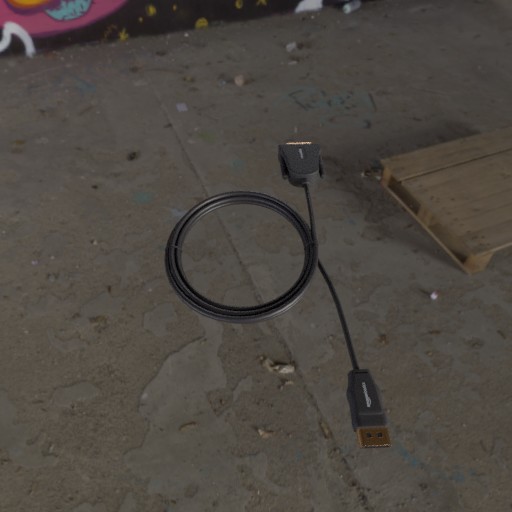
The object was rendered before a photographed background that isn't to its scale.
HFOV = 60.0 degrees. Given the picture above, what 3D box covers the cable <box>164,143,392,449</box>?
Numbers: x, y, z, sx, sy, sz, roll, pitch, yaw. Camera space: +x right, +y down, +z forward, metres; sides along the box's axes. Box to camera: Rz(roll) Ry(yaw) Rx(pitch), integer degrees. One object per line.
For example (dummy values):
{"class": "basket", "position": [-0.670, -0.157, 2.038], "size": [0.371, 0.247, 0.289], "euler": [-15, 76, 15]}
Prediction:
{"class": "cable", "position": [0.000, 0.000, 0.330], "size": [0.136, 0.015, 0.281], "euler": [-2, 47, -2]}
